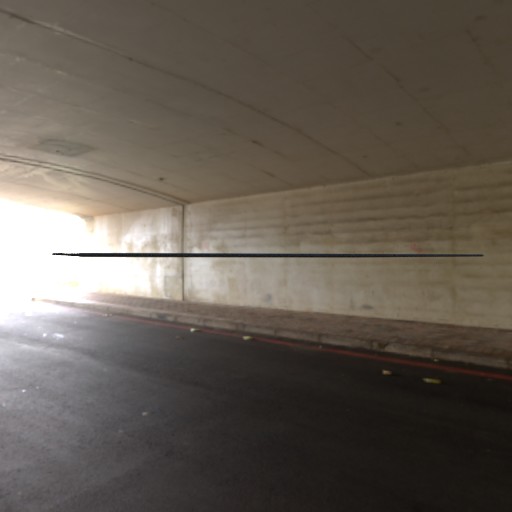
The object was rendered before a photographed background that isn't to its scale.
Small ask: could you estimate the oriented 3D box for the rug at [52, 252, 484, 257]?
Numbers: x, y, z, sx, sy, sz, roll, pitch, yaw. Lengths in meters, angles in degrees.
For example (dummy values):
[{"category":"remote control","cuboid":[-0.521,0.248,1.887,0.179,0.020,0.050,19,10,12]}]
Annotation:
[{"category":"rug","cuboid":[0.000,0.000,2.351,1.829,0.010,1.219,0,0,-17]}]
